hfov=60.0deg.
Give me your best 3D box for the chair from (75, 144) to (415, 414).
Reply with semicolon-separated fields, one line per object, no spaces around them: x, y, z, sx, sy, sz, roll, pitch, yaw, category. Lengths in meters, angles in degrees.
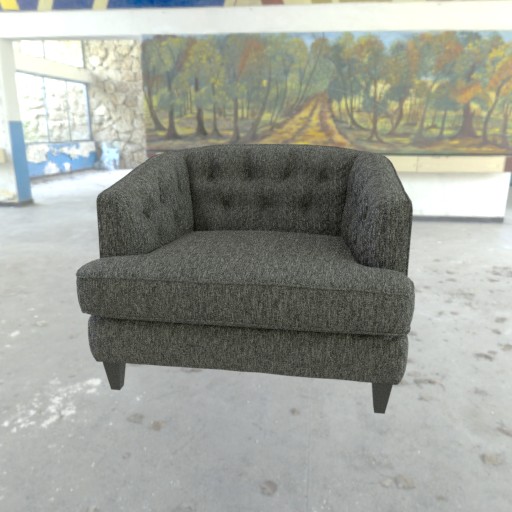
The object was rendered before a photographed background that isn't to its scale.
0.000;0.000;1.795;1.104;0.852;0.941;2;16;8;chair
